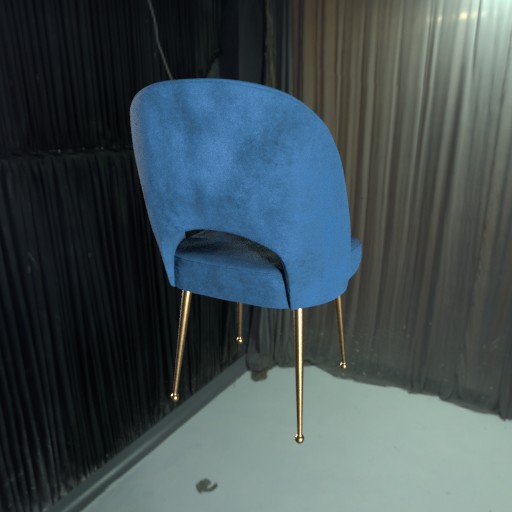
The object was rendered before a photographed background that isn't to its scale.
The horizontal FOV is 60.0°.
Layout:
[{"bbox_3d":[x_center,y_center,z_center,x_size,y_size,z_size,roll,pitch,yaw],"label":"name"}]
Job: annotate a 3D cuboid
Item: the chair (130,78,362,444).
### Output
[{"bbox_3d":[0.000,0.000,1.211,0.527,0.860,0.577,8,19,26],"label":"chair"}]
